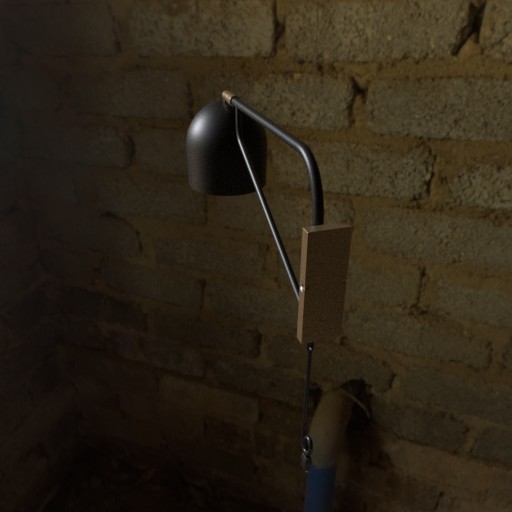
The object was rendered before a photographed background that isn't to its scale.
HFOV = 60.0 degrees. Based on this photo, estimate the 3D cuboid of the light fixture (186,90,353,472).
[{"bbox_3d":[0.000,0.000,1.062,0.215,0.696,0.720,-8,28,-16],"label":"light fixture"}]
